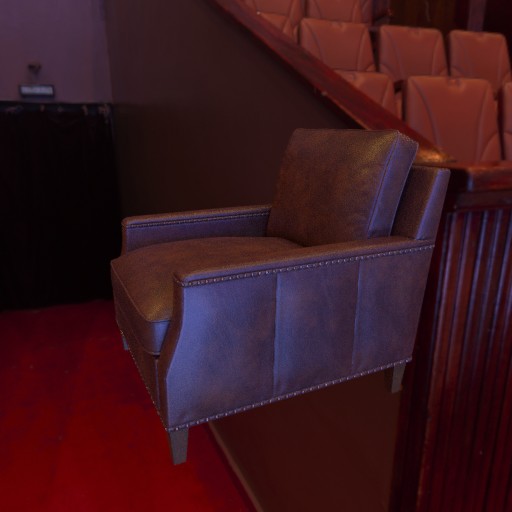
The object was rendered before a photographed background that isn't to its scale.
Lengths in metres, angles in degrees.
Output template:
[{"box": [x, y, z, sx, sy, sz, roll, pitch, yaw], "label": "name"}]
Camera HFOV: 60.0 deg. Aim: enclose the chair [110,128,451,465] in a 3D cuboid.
[{"box": [0.000, 0.000, 1.682, 1.014, 0.929, 0.853, -8, 18, -25], "label": "chair"}]
